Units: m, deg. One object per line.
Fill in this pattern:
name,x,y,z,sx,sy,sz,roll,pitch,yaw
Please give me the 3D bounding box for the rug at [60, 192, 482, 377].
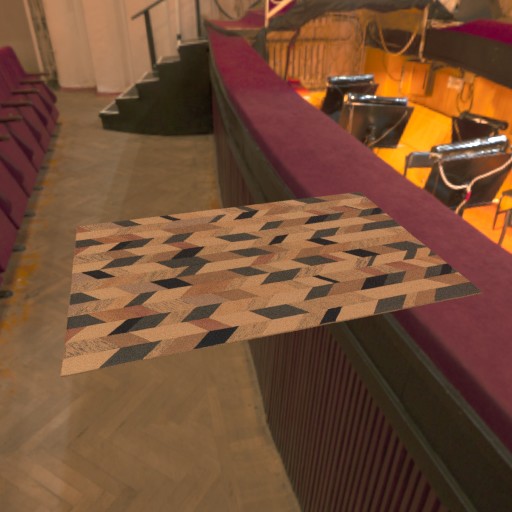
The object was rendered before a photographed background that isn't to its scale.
rug,0.000,0.000,2.294,1.813,0.006,1.202,-9,33,-14
